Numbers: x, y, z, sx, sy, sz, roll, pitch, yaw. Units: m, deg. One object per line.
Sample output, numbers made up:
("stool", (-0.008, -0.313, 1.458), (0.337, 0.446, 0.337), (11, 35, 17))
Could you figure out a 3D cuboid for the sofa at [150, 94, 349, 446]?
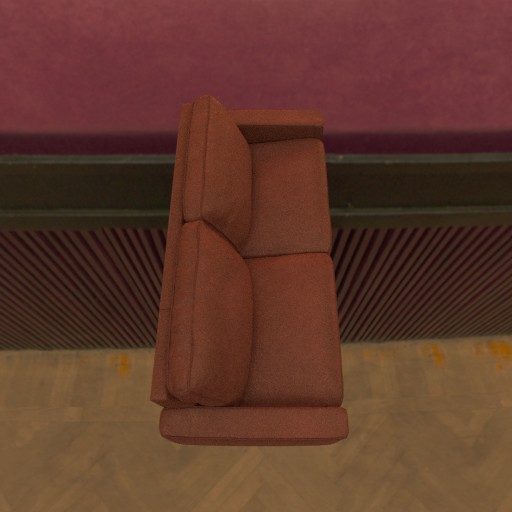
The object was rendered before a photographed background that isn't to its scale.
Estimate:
("sofa", (0.000, 0.000, 2.659), (0.940, 0.919, 2.080), (0, 64, 0))
